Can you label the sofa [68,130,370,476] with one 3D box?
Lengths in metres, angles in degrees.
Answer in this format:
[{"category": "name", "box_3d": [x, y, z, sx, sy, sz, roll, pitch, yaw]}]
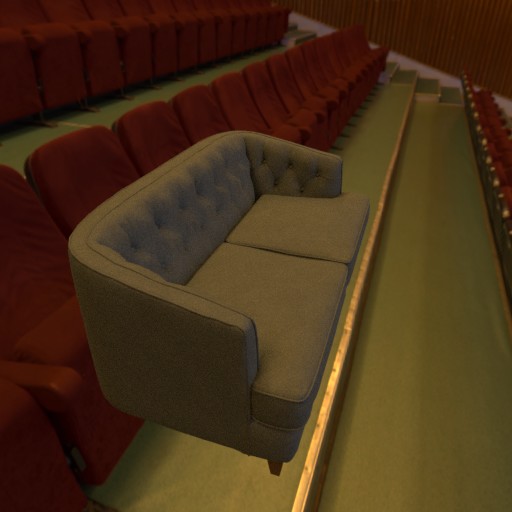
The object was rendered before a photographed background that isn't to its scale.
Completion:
[{"category": "sofa", "box_3d": [0.000, 0.000, 2.185, 0.941, 0.855, 1.733, 10, 32, 16]}]
